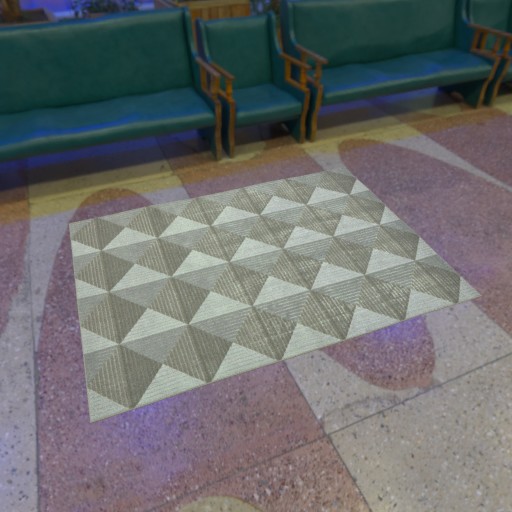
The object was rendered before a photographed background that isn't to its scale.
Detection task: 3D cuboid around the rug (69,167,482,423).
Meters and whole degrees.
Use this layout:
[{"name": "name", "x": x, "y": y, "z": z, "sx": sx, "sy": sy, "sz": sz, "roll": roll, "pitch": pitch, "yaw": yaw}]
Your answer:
[{"name": "rug", "x": 0.000, "y": 0.000, "z": 4.309, "sx": 3.333, "sy": 0.027, "sz": 2.428, "roll": -14, "pitch": 43, "yaw": -16}]
